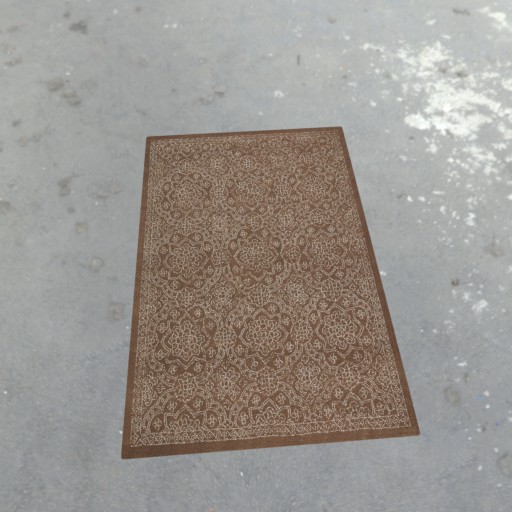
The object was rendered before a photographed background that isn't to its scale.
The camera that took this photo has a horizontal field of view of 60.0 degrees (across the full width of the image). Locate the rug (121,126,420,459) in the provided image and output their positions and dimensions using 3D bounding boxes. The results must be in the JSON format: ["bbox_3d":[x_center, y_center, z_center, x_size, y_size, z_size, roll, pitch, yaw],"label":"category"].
[{"bbox_3d":[0.000,0.000,2.275,1.219,0.010,1.829,-4,58,-2],"label":"rug"}]
